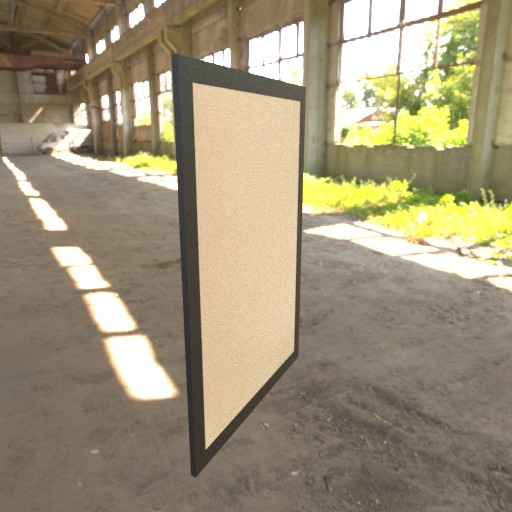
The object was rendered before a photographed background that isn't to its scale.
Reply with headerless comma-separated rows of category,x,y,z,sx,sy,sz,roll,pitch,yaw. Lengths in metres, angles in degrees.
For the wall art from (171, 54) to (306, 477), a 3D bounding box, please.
wall art,0.000,0.000,0.696,0.008,0.530,0.379,8,17,26
